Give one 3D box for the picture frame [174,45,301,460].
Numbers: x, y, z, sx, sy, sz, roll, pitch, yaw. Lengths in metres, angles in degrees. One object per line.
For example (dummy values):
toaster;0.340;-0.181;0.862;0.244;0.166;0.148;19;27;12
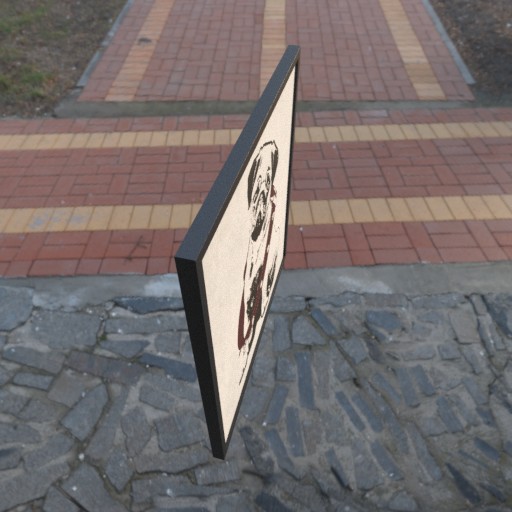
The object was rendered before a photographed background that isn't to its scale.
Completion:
picture frame;0.000;0.000;1.154;0.032;0.775;0.775;11;47;10
